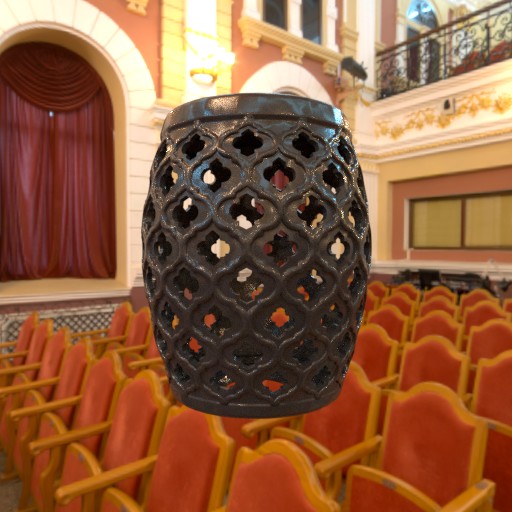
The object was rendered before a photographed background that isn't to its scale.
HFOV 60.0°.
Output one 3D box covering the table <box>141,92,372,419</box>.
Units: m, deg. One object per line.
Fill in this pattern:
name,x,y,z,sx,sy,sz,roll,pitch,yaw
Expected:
table,0.000,0.000,0.646,0.325,0.388,0.325,0,1,0
